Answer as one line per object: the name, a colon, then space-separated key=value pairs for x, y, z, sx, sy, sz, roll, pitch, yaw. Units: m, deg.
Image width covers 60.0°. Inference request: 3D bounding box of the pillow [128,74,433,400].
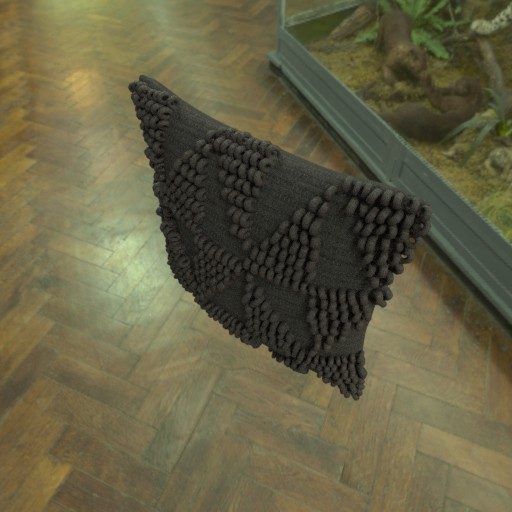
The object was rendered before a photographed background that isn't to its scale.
pillow: x=0.000 y=0.000 z=0.718 sx=0.470 sy=0.467 sz=0.172 roll=30 pitch=55 yaw=24
